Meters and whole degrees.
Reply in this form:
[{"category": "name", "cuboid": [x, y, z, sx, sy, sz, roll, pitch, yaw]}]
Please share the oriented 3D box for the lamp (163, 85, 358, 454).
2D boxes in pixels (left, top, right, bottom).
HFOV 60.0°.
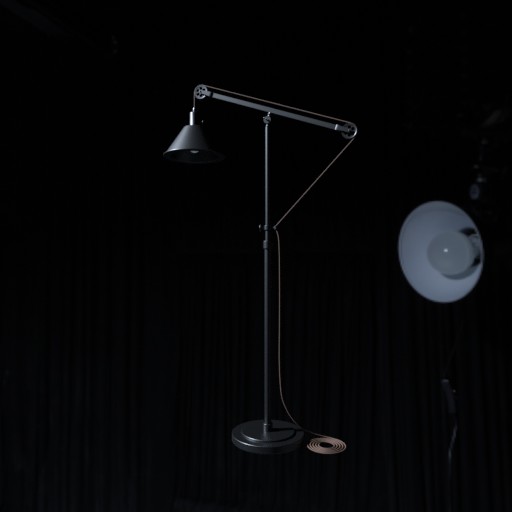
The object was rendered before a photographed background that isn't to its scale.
[{"category": "lamp", "cuboid": [0.000, 0.000, 2.003, 0.904, 1.626, 0.319, 0, -1, 18]}]
